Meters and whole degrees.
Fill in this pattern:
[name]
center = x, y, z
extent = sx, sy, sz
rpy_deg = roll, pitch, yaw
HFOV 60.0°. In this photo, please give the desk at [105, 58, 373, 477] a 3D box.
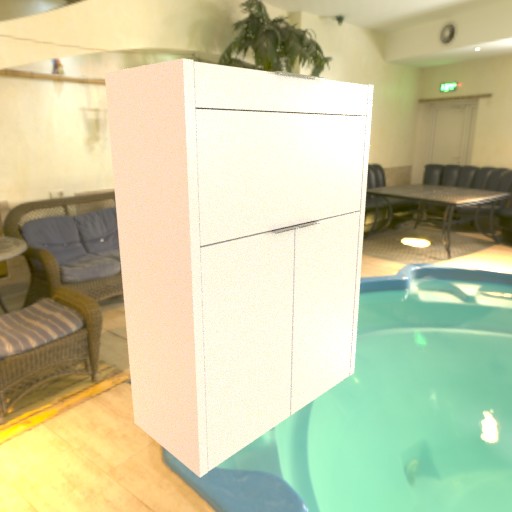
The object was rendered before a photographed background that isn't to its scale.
[desk]
center = 0.000, 0.000, 1.599
extent = 0.390, 1.190, 0.850
rpy_deg = 15, 21, 42
